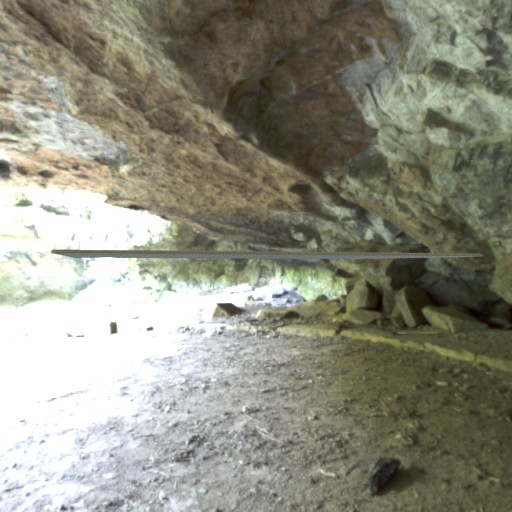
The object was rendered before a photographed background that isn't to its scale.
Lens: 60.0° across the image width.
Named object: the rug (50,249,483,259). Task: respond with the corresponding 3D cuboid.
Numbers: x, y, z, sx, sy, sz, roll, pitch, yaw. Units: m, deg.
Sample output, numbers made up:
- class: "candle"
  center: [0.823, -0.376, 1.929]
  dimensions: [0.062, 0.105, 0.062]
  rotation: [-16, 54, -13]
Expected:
- class: "rug"
  center: [0.000, 0.000, 2.110]
  dimensions: [1.676, 0.013, 1.067]
  rotation: [0, -1, -18]
